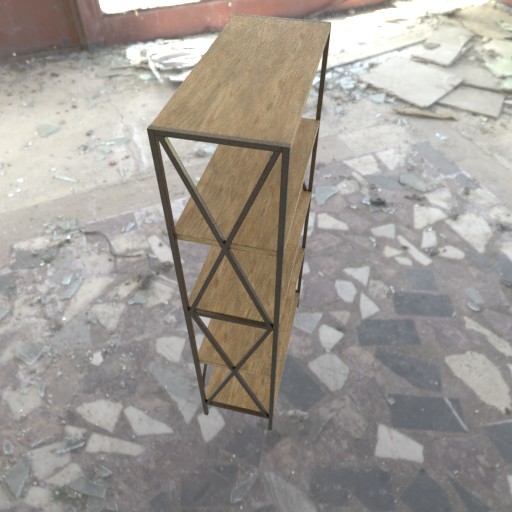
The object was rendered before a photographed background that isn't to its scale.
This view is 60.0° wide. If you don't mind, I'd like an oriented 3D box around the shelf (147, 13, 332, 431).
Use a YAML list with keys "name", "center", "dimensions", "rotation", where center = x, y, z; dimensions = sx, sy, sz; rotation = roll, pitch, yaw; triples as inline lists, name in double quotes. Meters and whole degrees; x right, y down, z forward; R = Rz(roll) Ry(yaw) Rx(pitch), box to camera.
- name: "shelf"
  center: [0.000, 0.000, 2.092]
  dimensions: [0.386, 1.803, 0.874]
  rotation: [10, 48, 9]
